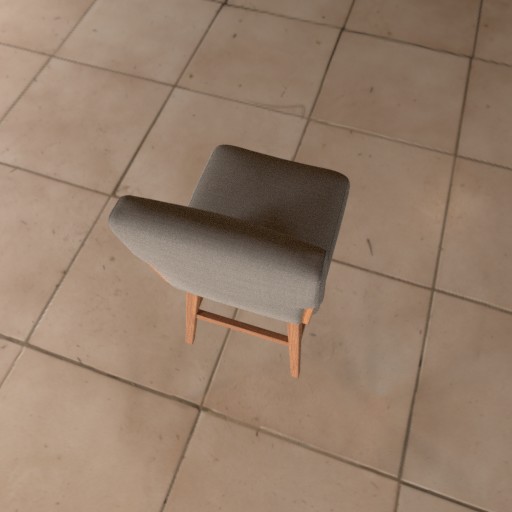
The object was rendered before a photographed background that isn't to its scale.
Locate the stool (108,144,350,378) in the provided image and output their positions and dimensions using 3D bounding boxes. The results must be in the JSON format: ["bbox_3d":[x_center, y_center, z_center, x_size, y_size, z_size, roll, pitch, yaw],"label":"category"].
[{"bbox_3d":[0.000,0.000,1.396,0.483,1.112,0.570,16,64,8],"label":"stool"}]
